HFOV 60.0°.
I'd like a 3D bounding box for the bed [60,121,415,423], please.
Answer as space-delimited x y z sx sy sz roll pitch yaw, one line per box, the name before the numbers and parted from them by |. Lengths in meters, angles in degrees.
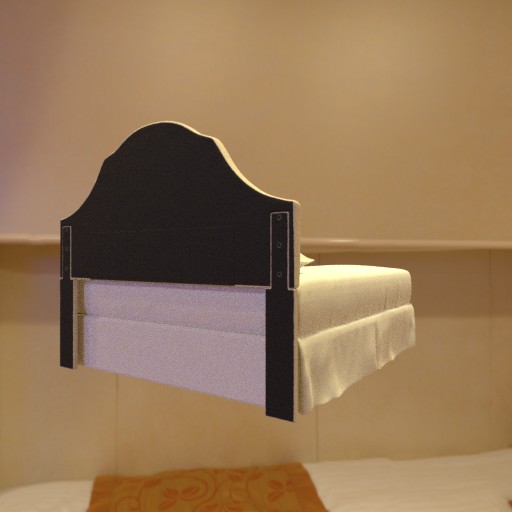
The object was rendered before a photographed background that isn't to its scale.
bed | 0.000 0.000 3.592 2.008 1.615 2.214 0 0 34
